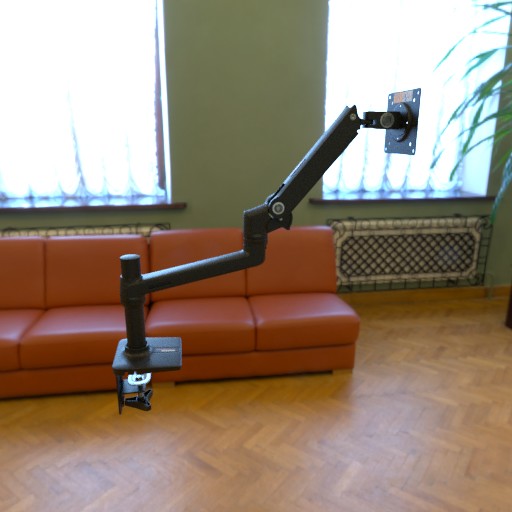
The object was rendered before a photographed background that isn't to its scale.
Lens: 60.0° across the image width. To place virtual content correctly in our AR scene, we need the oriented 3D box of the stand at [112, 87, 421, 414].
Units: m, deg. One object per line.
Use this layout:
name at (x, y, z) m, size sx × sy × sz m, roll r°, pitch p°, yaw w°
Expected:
stand at (0.000, 0.000, 1.003) m, size 0.650 × 0.713 × 0.152 m, roll -3°, pitch 16°, yaw -9°
